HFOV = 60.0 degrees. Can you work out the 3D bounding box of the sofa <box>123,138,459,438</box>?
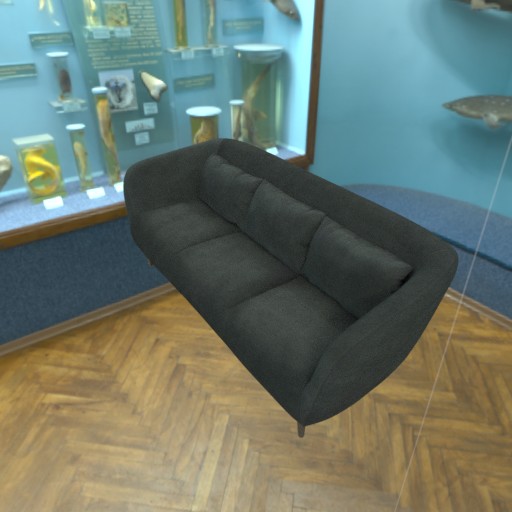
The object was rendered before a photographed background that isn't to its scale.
[{"bbox_3d":[0.000,0.000,2.754,0.956,0.875,2.296,-20,38,-29],"label":"sofa"}]
